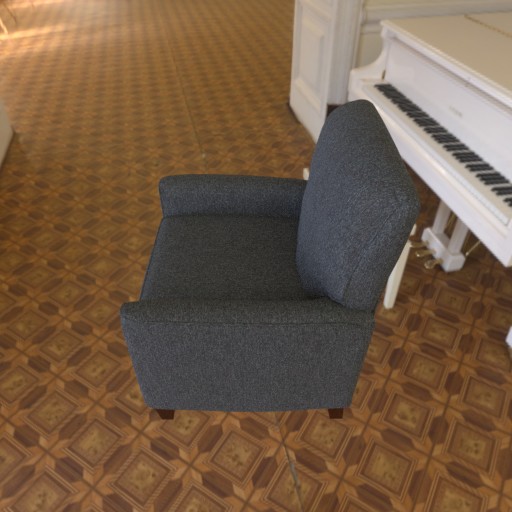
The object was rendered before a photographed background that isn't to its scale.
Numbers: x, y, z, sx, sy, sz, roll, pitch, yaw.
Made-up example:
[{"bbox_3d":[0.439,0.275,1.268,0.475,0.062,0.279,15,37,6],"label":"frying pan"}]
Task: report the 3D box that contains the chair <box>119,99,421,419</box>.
[{"bbox_3d":[0.000,0.000,1.648,0.850,1.016,0.839,0,41,0],"label":"chair"}]
